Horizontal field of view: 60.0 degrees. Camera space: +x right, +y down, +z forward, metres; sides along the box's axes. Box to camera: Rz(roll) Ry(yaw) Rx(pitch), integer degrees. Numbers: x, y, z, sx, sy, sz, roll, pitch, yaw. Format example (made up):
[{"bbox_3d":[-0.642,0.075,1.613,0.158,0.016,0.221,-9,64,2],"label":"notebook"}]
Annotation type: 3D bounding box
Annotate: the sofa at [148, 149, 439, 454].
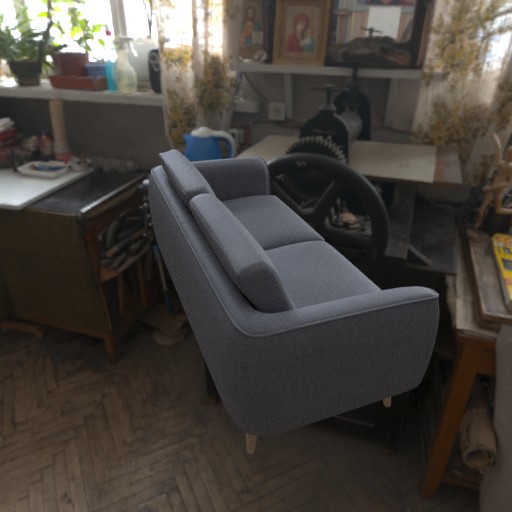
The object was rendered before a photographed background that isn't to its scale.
[{"bbox_3d":[0.000,0.000,2.552,0.920,0.870,2.000,-11,32,-18],"label":"sofa"}]
